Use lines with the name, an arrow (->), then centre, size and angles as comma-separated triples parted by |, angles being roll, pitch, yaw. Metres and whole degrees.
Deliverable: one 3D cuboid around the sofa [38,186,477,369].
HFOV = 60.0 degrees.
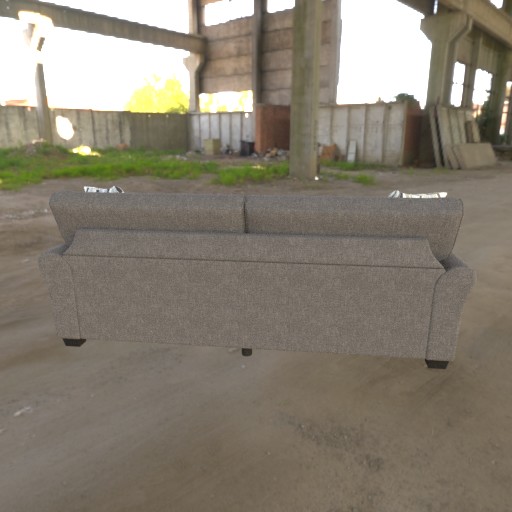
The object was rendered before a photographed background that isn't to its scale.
sofa -> 0.000, 0.000, 2.467 | 2.032, 0.813, 0.889 | 2, 16, 7
